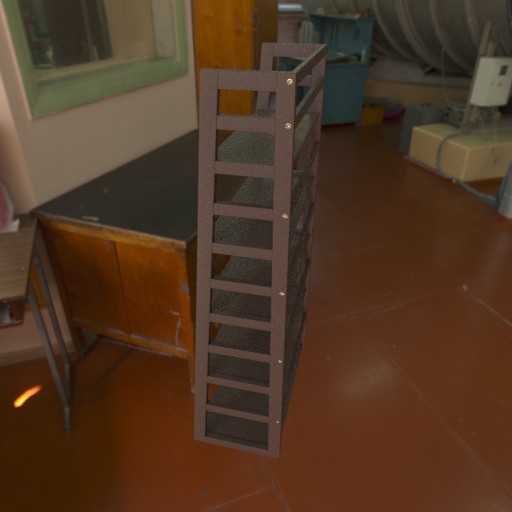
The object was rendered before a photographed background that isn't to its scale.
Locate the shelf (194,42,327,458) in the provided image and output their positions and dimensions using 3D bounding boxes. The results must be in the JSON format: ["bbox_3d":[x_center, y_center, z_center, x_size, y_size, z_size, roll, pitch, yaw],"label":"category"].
[{"bbox_3d":[0.000,0.000,1.917,0.403,1.600,0.763,7,32,12],"label":"shelf"}]
